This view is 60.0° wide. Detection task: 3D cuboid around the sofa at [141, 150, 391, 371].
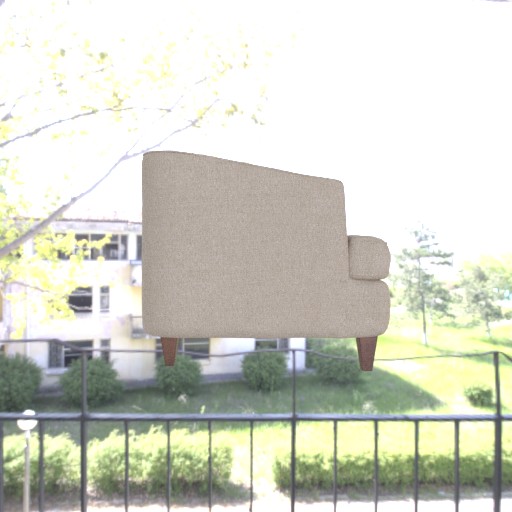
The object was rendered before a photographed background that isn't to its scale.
[{"bbox_3d":[0.000,0.000,2.612,0.913,0.788,2.235,0,1,-1],"label":"sofa"}]
